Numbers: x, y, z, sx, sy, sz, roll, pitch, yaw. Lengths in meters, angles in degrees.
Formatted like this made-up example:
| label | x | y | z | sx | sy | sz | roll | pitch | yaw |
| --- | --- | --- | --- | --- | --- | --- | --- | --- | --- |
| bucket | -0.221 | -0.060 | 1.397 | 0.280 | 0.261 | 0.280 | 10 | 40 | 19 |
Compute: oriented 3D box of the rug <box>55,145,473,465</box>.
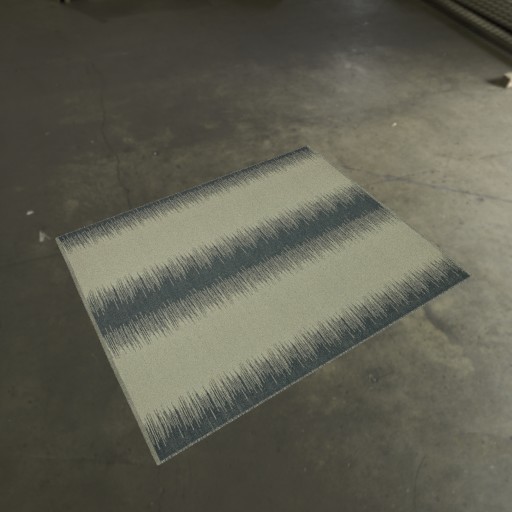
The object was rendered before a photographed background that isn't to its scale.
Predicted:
| label | x | y | z | sx | sy | sz | roll | pitch | yaw |
| --- | --- | --- | --- | --- | --- | --- | --- | --- | --- |
| rug | 0.000 | 0.000 | 4.090 | 3.037 | 0.004 | 2.453 | -24 | 51 | -21 |
